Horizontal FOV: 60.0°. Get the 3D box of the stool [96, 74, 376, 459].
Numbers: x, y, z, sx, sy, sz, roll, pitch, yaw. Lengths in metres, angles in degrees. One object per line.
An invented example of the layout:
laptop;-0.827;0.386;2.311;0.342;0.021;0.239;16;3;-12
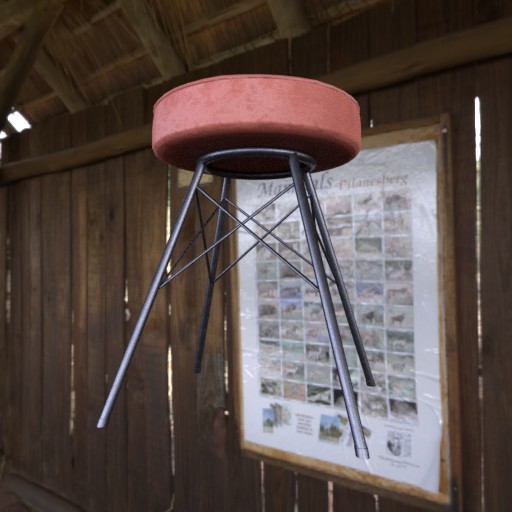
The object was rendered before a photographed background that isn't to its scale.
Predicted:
stool;0.000;0.000;0.897;0.457;0.593;0.421;0;-1;16
